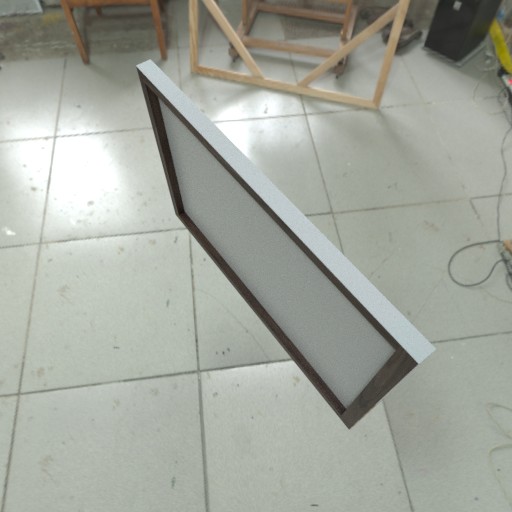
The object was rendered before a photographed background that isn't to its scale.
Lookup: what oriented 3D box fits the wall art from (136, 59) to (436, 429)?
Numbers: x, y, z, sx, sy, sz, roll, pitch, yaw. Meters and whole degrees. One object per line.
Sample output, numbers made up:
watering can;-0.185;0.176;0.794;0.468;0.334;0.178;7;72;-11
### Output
wall art;0.000;0.000;1.437;0.051;0.761;1.138;-33;65;-18
